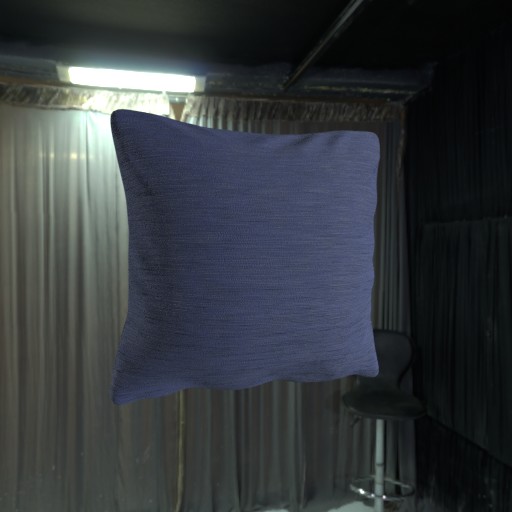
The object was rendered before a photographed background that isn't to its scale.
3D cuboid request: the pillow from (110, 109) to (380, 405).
[{"bbox_3d":[0.000,0.000,0.685,0.432,0.414,0.246,0,1,-18],"label":"pillow"}]
